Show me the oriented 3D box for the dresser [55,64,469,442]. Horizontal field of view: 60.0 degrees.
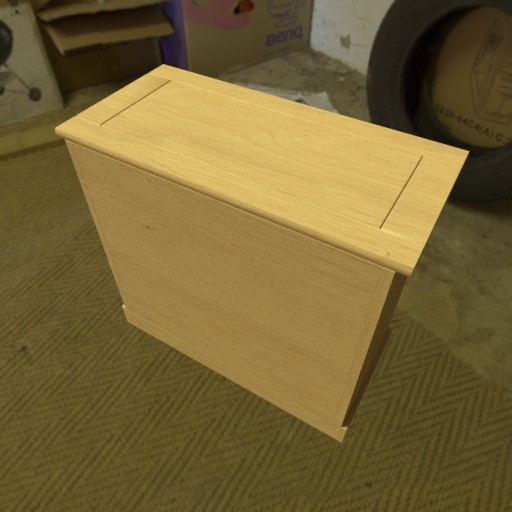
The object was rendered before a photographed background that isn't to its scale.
[{"bbox_3d":[0.000,0.000,1.381,0.915,0.835,0.440,24,51,21],"label":"dresser"}]
